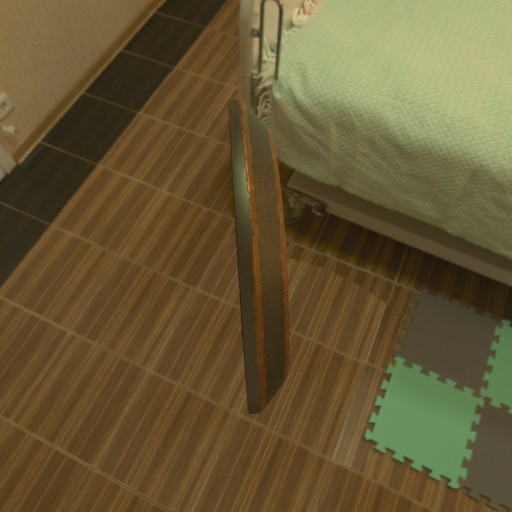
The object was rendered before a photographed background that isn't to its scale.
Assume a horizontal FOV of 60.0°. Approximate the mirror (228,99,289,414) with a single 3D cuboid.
[{"bbox_3d":[0.000,0.000,1.355,0.111,0.907,0.907,-4,63,-2],"label":"mirror"}]
